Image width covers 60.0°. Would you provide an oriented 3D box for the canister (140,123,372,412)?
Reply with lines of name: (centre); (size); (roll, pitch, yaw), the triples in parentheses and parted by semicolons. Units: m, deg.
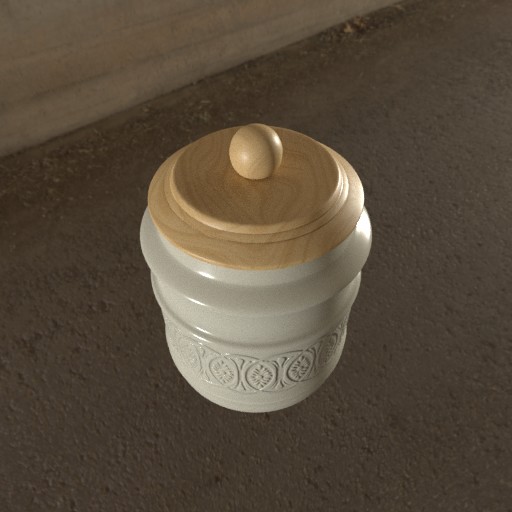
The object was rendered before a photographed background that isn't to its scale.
canister: (0.000, 0.000, 0.273); (0.130, 0.176, 0.130); (0, 47, 0)
